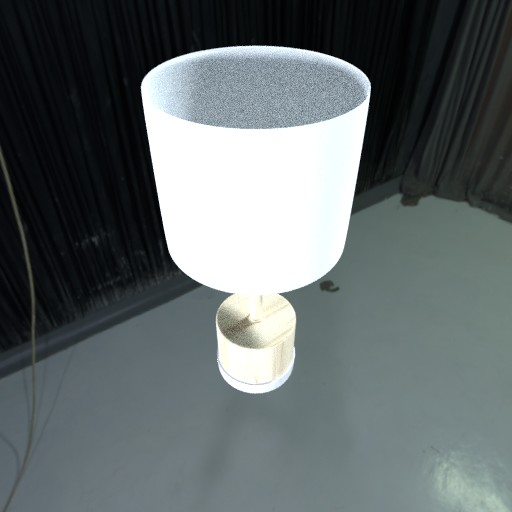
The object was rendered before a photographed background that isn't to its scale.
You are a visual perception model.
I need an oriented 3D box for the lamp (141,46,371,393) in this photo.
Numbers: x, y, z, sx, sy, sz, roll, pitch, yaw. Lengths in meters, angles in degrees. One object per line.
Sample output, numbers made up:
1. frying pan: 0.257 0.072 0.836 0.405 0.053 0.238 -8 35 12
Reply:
1. lamp: 0.000 0.000 0.600 0.229 0.470 0.229 -26 47 -27
